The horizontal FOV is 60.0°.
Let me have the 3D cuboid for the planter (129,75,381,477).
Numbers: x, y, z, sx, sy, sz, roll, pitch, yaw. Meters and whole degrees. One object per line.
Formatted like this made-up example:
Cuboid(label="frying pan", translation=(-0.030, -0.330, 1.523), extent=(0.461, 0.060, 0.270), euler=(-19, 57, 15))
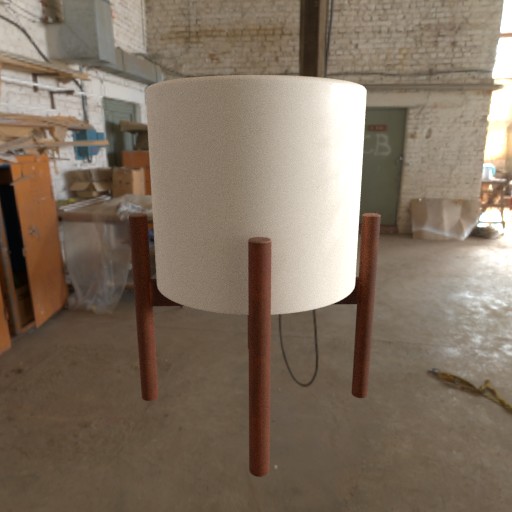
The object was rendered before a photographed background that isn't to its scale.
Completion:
Cuboid(label="planter", translation=(0.000, 0.000, 0.506), extent=(0.224, 0.358, 0.224), euler=(14, 20, 42))
